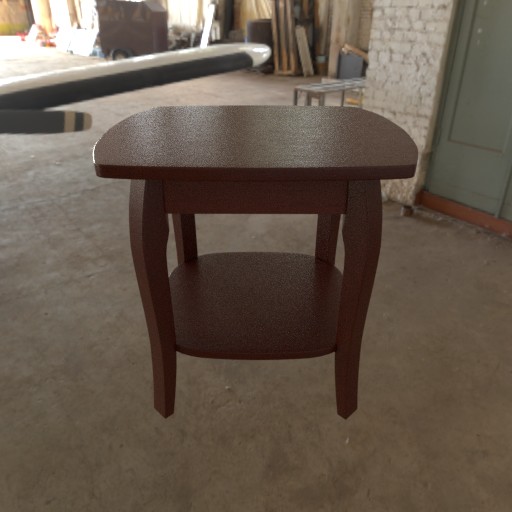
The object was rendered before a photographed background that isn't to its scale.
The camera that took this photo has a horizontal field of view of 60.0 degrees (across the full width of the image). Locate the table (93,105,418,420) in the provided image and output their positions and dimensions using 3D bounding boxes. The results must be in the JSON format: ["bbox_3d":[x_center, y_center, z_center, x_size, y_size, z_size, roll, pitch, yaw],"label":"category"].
[{"bbox_3d":[0.000,0.000,0.875,0.502,0.496,0.433,0,29,0],"label":"table"}]
